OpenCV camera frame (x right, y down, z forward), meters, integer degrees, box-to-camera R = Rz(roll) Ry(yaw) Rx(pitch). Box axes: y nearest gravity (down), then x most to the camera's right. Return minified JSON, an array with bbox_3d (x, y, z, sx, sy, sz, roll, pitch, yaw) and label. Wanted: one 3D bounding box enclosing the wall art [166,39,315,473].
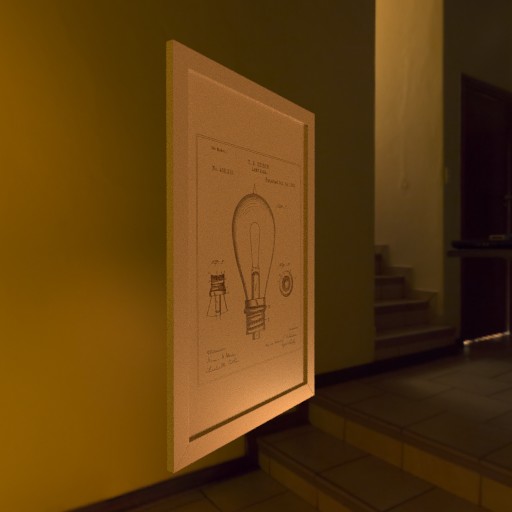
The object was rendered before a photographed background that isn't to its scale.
[{"bbox_3d":[0.000,0.000,0.619,0.010,0.474,0.325,0,1,36],"label":"wall art"}]
